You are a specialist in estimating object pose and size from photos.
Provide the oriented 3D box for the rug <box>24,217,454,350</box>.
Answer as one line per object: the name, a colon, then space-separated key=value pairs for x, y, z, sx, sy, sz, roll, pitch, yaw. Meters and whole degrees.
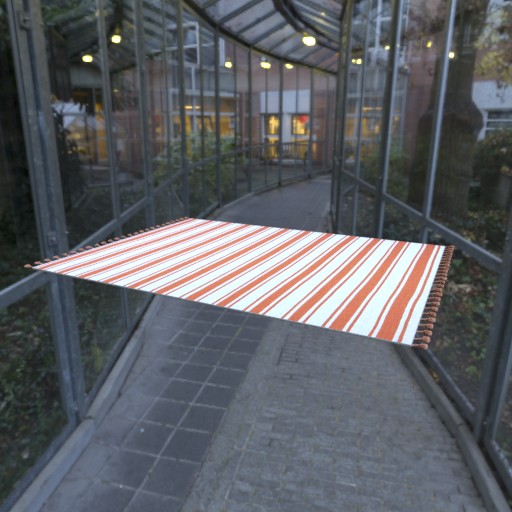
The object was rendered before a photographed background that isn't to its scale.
rug: x=0.000 y=0.000 z=4.233 sx=3.369 sy=0.035 sz=2.451 roll=8 pitch=18 yaw=26
